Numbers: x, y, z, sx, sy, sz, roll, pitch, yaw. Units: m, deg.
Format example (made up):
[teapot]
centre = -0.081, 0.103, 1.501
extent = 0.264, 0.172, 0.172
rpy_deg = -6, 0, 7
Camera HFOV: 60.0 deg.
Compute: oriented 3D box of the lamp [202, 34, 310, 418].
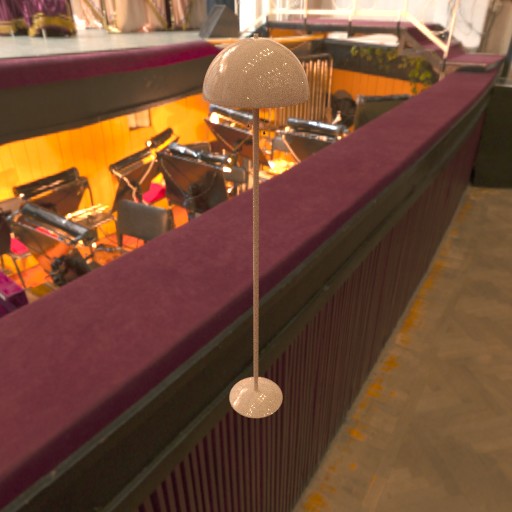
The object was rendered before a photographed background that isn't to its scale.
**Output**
[lamp]
centre = 0.000, 0.000, 1.650
extent = 0.328, 1.480, 0.328
rpy_deg = 21, 36, 32
